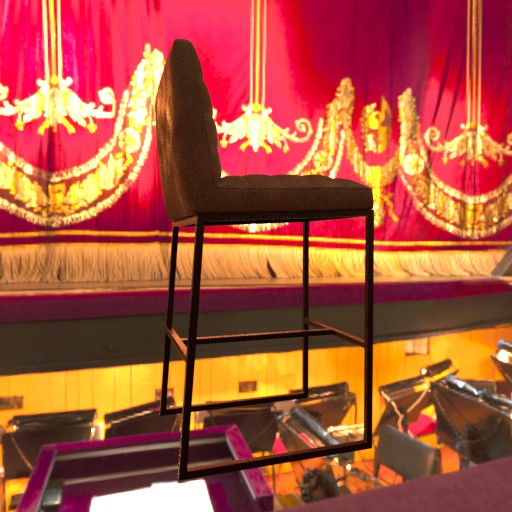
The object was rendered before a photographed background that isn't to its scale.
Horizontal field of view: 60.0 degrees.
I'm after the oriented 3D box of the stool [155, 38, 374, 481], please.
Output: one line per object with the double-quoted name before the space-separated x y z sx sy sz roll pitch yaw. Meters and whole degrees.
"stool" 0.000 0.000 1.341 0.562 1.065 0.463 -1 2 -18
